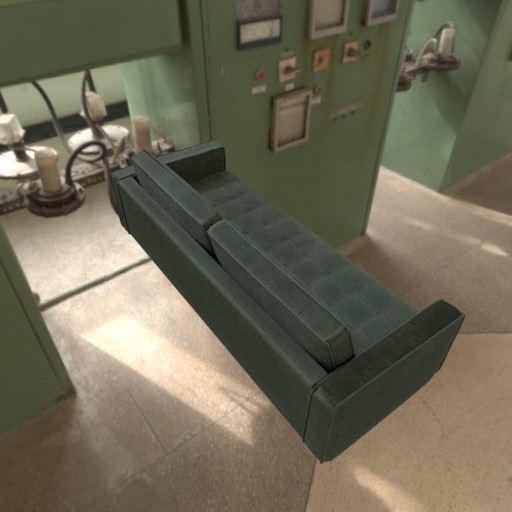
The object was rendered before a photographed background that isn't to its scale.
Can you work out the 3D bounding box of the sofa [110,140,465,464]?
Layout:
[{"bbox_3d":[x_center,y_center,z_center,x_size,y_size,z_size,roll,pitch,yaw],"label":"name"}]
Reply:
[{"bbox_3d":[0.000,0.000,2.656,0.886,0.781,2.214,-26,47,-27],"label":"sofa"}]
